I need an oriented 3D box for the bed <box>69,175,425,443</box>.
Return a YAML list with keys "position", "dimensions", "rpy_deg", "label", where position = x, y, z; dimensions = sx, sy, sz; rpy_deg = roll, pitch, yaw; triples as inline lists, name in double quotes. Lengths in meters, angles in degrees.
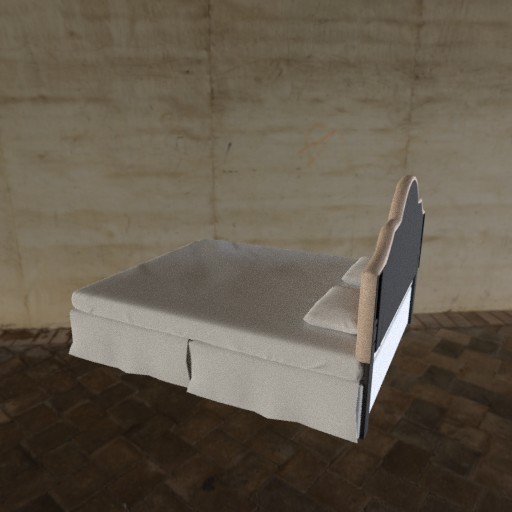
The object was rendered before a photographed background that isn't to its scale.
- position: [0.000, 0.000, 3.043]
  dimensions: [1.970, 1.194, 1.667]
  rpy_deg: [8, 19, 26]
  label: "bed"
